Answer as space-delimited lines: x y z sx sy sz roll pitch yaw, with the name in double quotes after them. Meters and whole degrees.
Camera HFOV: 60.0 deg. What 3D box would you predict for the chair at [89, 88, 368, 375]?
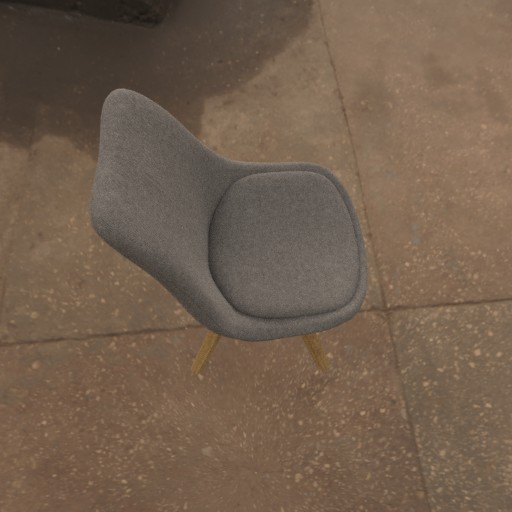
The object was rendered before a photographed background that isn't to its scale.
0.000 0.000 1.138 0.550 0.865 0.483 -3 64 -1 "chair"
